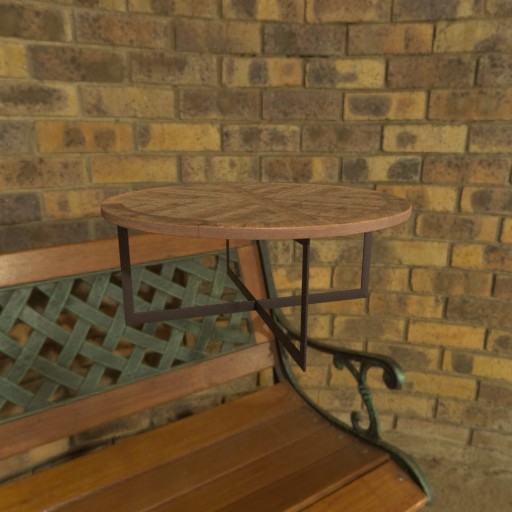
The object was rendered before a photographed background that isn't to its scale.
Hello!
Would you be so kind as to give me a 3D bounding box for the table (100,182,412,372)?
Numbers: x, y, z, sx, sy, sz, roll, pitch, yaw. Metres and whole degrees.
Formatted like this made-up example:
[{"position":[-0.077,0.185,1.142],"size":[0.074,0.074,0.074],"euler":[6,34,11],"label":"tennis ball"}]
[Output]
[{"position":[0.000,0.000,1.967],"size":[1.264,0.516,1.264],"euler":[0,15,0],"label":"table"}]
